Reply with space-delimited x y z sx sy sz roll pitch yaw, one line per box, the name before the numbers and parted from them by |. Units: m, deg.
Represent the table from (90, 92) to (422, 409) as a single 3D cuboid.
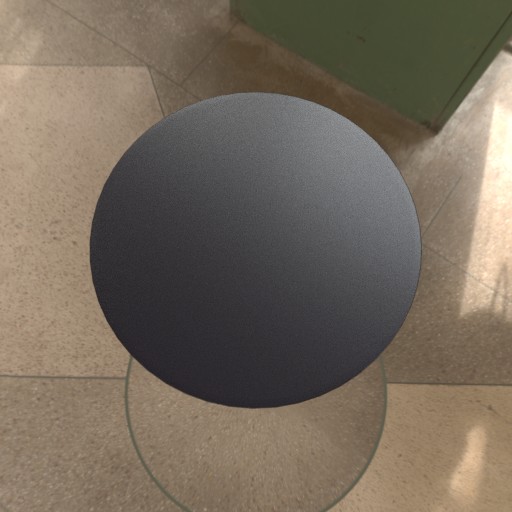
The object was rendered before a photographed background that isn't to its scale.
table | 0.000 0.000 1.604 1.029 0.491 1.029 0 74 0
